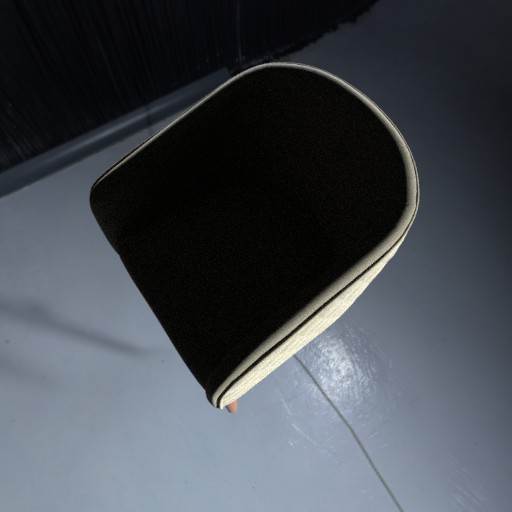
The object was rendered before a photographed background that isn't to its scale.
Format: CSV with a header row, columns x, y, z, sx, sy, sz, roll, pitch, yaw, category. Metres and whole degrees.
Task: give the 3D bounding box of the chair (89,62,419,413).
x,y,z,sx,sy,sz,roll,pitch,yaw,category
0.000,0.000,1.201,0.616,0.775,0.584,-32,67,-15,chair
